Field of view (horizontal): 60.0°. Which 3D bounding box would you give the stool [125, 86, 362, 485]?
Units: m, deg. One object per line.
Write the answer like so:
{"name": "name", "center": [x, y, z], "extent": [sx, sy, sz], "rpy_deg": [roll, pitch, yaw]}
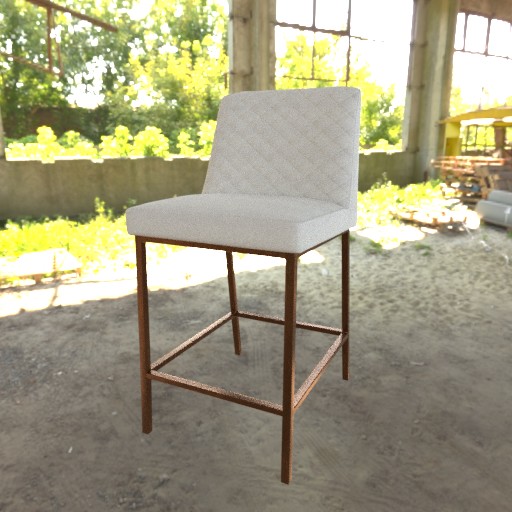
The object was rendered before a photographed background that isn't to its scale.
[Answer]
{"name": "stool", "center": [0.000, 0.000, 1.304], "extent": [0.507, 0.973, 0.576], "rpy_deg": [7, 16, 26]}
